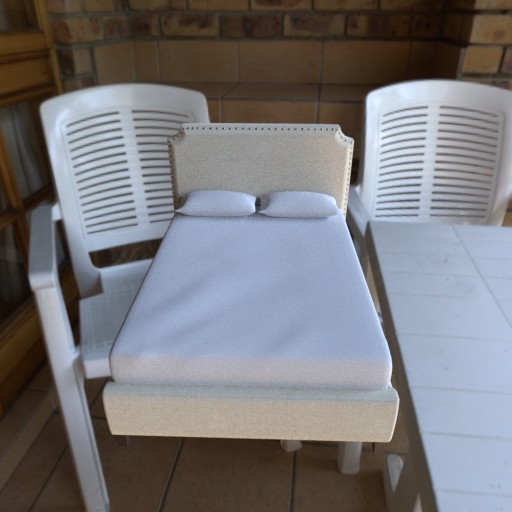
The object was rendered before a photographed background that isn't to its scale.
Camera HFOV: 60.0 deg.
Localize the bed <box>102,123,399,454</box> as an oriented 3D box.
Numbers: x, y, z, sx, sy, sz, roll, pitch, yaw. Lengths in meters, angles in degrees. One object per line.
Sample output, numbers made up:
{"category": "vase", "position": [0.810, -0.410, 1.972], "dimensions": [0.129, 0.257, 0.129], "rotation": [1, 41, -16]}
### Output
{"category": "bed", "position": [0.000, 0.000, 3.382], "dimensions": [1.713, 1.457, 2.381], "rotation": [1, 29, 2]}
